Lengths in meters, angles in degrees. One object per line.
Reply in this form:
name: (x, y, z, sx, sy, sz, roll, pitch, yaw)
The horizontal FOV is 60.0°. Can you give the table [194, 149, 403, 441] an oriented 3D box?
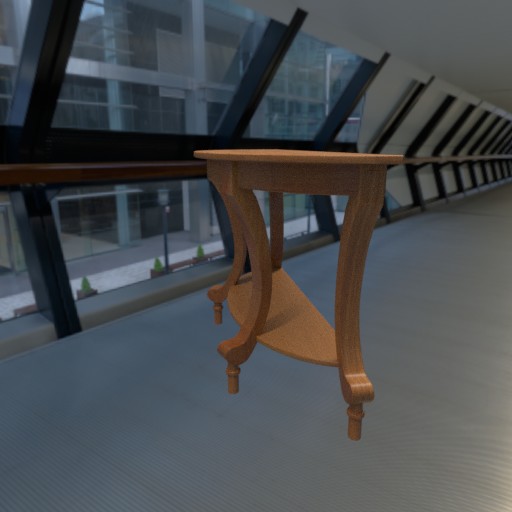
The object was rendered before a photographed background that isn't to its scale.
table: (0.000, 0.000, 1.507, 0.394, 0.692, 1.198, -2, 14, -9)
